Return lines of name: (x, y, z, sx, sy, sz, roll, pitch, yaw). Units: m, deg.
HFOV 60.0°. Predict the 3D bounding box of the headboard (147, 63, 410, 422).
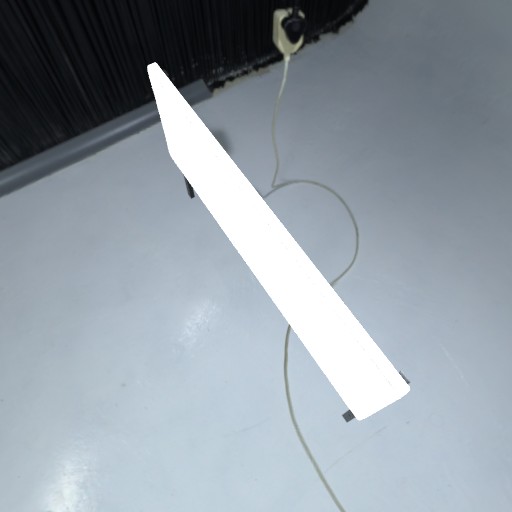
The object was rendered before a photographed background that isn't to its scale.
headboard: (0.000, 0.000, 2.925, 0.120, 1.410, 2.362, -30, 67, -14)
